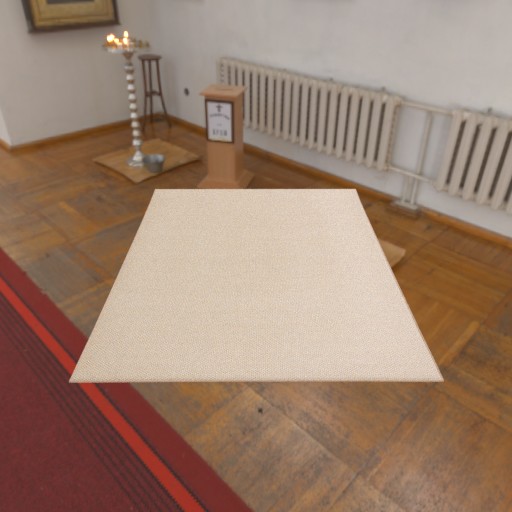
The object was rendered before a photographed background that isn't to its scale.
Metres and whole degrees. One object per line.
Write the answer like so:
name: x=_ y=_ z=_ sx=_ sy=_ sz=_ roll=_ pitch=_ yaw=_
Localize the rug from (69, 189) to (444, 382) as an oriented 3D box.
rug: x=0.000 y=0.000 z=4.158 sx=2.462 sy=0.018 sz=3.039 roll=0 pitch=33 yaw=0
